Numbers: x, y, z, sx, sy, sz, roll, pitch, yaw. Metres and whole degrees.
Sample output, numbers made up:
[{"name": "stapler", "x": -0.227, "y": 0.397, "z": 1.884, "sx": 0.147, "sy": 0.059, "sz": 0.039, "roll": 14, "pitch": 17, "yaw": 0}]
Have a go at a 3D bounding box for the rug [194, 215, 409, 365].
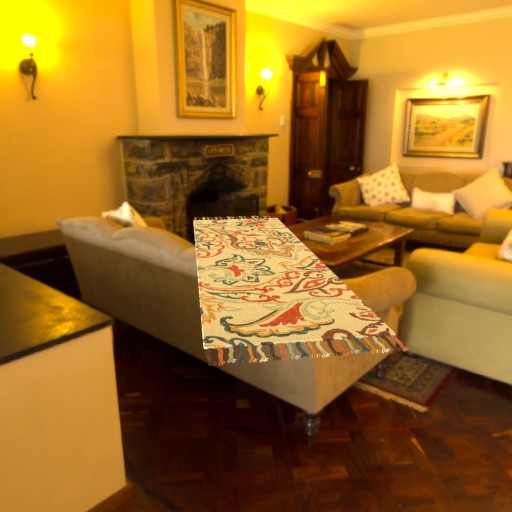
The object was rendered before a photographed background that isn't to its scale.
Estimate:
[{"name": "rug", "x": 0.000, "y": 0.000, "z": 2.869, "sx": 0.763, "sy": 0.015, "sz": 2.682, "roll": -2, "pitch": 16, "yaw": -8}]
